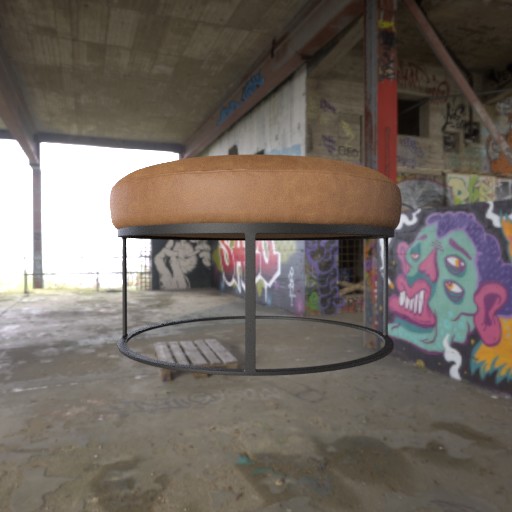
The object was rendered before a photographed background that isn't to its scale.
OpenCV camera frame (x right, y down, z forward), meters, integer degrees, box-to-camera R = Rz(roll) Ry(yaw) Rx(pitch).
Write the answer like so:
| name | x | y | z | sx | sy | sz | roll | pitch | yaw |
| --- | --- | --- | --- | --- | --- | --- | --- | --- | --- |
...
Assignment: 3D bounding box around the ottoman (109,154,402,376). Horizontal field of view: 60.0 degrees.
| name | x | y | z | sx | sy | sz | roll | pitch | yaw |
| --- | --- | --- | --- | --- | --- | --- | --- | --- | --- |
| ottoman | 0.000 | 0.000 | 1.234 | 0.771 | 0.460 | 0.771 | 0 | 1 | 0 |
